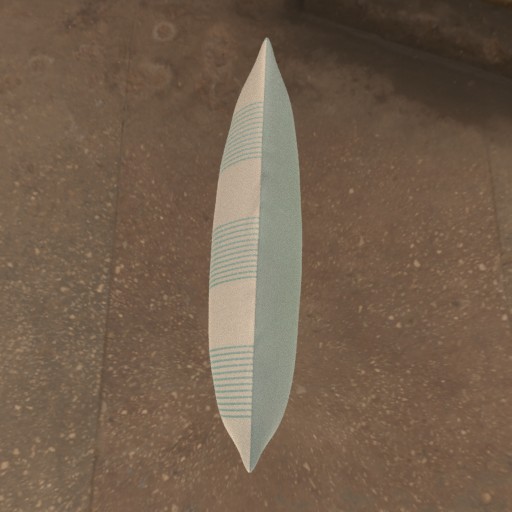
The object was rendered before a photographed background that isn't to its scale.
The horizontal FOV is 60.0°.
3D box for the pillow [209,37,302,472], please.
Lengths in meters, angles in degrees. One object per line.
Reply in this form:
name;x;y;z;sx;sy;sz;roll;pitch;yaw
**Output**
pillow;0.000;0.000;0.733;0.151;0.287;0.610;2;76;1
